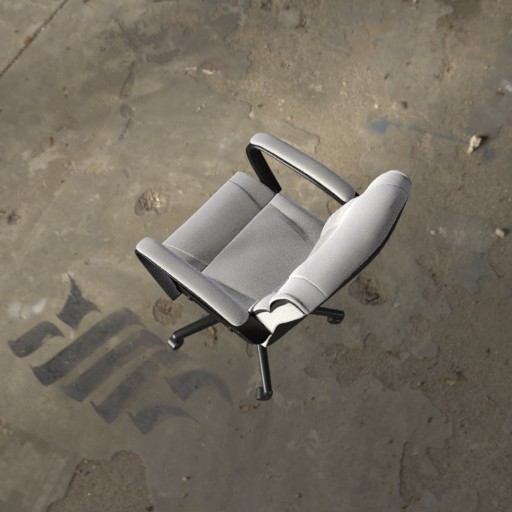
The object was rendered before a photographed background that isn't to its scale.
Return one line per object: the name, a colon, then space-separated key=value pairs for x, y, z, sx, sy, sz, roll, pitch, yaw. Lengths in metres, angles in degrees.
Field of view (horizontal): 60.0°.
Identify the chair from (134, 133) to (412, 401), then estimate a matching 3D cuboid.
chair: x=0.000 y=0.000 z=1.501 sx=0.717 sy=1.004 sz=0.739 roll=37 pitch=69 yaw=17
